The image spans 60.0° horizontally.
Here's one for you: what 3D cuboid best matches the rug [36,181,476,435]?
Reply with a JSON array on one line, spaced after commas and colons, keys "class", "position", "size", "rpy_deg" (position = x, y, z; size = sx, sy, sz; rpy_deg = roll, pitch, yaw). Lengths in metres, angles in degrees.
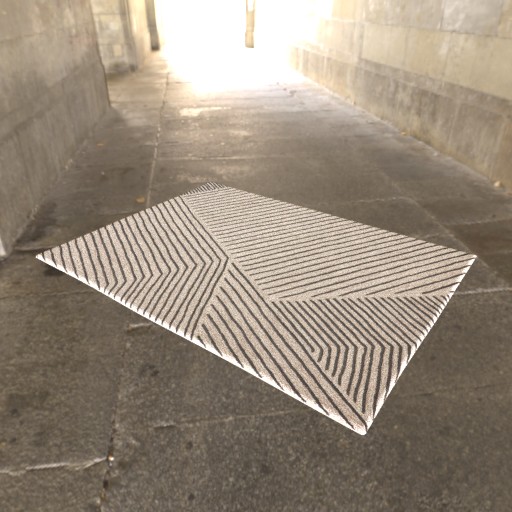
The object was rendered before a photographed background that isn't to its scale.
[{"class": "rug", "position": [0.000, 0.000, 3.061], "size": [2.449, 0.028, 1.829], "rpy_deg": [20, 36, 31]}]
